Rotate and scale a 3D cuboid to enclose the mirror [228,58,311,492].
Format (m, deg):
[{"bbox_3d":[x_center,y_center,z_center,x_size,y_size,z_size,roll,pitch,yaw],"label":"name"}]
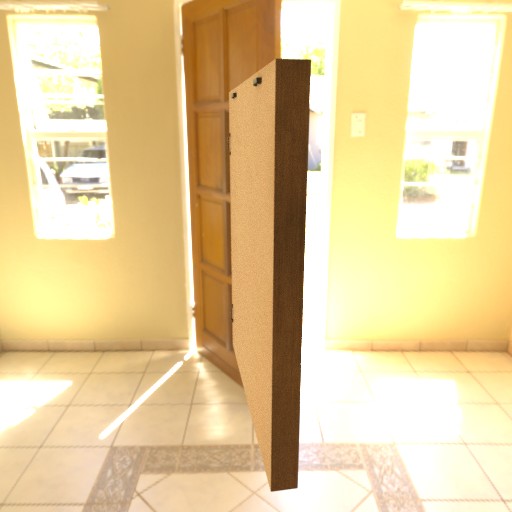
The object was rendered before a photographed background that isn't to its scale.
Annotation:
[{"bbox_3d":[0.000,0.000,0.688,0.041,0.509,0.406,-3,16,-9],"label":"mirror"}]
